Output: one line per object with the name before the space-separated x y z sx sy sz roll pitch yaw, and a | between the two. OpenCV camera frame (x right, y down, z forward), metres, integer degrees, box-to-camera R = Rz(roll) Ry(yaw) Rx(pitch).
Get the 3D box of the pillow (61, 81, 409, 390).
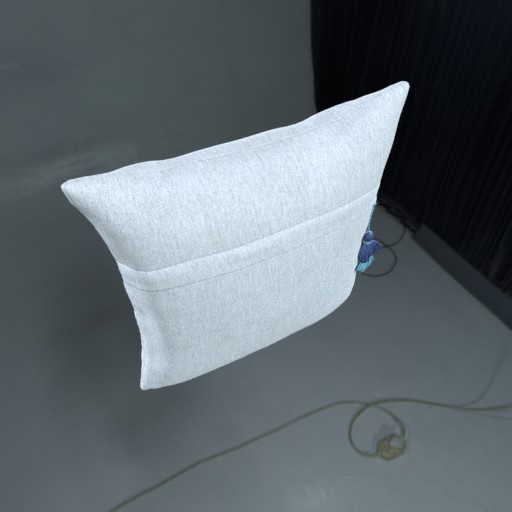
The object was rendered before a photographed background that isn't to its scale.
pillow | 0.000 0.000 0.652 0.433 0.436 0.173 -22 50 -20
